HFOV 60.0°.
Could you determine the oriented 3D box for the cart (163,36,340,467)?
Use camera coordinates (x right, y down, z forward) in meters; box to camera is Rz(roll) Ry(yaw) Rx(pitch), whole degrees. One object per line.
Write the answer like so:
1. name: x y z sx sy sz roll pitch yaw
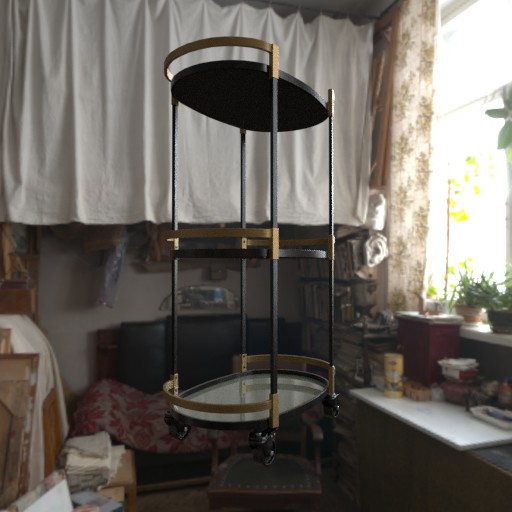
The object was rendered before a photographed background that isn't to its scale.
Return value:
1. cart: 0.000 0.000 1.131 0.311 0.885 0.515 -1 -1 34
